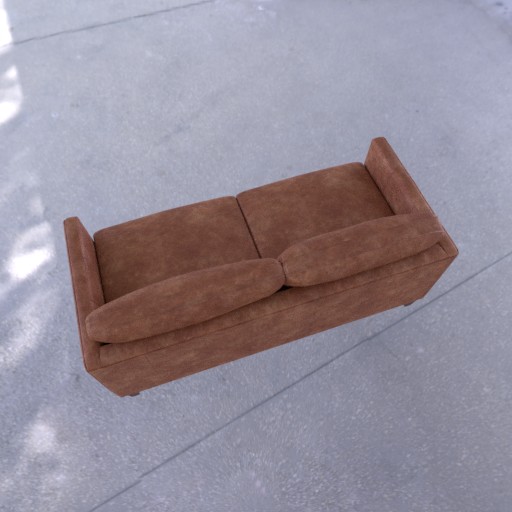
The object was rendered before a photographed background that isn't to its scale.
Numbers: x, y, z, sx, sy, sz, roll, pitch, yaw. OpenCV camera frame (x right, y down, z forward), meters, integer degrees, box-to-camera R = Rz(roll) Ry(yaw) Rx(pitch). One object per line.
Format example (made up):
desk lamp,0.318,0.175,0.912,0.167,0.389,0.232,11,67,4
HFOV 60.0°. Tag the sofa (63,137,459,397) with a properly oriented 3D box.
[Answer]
sofa,0.000,0.000,2.584,1.971,0.863,0.923,-16,61,-9
